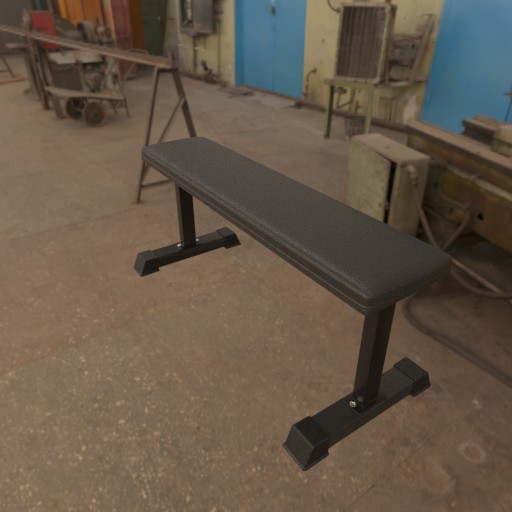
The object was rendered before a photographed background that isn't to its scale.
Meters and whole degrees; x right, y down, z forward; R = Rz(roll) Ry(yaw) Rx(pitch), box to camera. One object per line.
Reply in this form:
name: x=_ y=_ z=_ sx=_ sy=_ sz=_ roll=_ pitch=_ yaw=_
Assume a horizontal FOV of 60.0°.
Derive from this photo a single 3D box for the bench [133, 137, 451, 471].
bench: x=0.000 y=0.000 z=1.317 sx=0.439 sy=0.453 sz=1.072 roll=-19 pitch=36 yaw=-29
